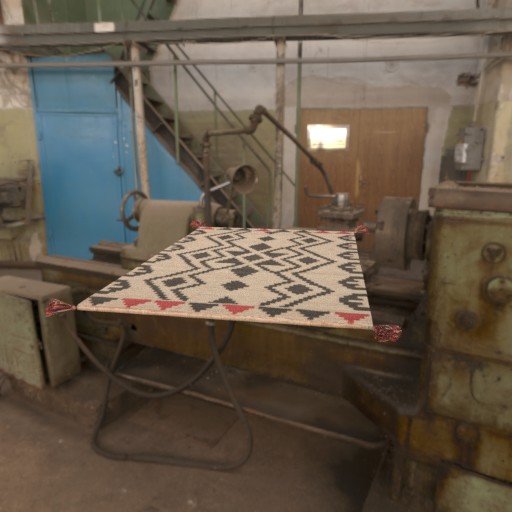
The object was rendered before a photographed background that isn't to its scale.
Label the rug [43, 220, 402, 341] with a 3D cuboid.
[{"bbox_3d":[0.000,0.000,2.634,1.444,0.067,2.069,2,15,10],"label":"rug"}]
